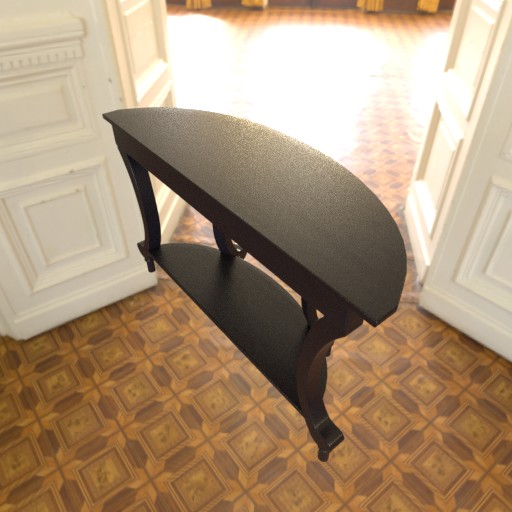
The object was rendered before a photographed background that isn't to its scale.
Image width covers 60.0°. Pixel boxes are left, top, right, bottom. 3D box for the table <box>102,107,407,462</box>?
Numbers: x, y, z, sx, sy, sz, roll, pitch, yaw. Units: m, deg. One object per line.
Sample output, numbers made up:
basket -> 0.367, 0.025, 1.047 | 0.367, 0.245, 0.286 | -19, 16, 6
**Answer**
table -> 0.000, 0.000, 1.479 | 0.394, 0.692, 1.198 | -27, 47, -28
